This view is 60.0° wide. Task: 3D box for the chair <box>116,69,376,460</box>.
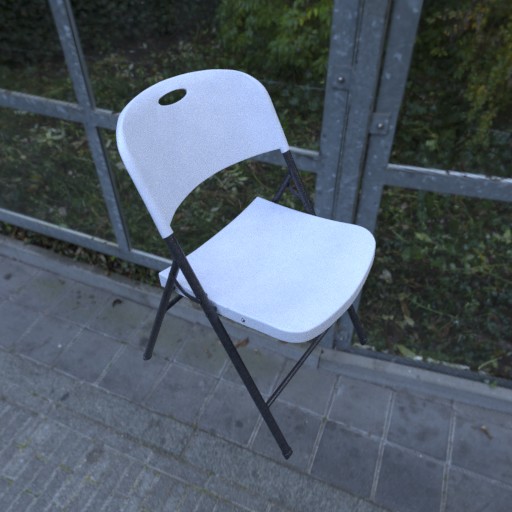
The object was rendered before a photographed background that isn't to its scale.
[{"bbox_3d":[0.000,0.000,1.182,0.566,0.810,0.494,25,47,26],"label":"chair"}]
